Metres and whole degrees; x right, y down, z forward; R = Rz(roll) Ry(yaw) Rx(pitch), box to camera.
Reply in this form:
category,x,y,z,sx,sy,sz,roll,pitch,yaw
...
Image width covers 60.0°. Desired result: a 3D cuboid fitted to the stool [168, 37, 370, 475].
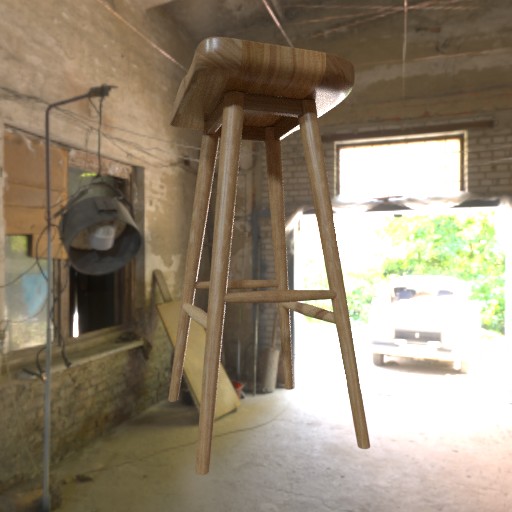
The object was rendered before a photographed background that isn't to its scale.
category,x,y,z,sx,sy,sz,roll,pitch,yaw
stool,0.000,0.000,0.934,0.322,0.698,0.407,0,1,-18
